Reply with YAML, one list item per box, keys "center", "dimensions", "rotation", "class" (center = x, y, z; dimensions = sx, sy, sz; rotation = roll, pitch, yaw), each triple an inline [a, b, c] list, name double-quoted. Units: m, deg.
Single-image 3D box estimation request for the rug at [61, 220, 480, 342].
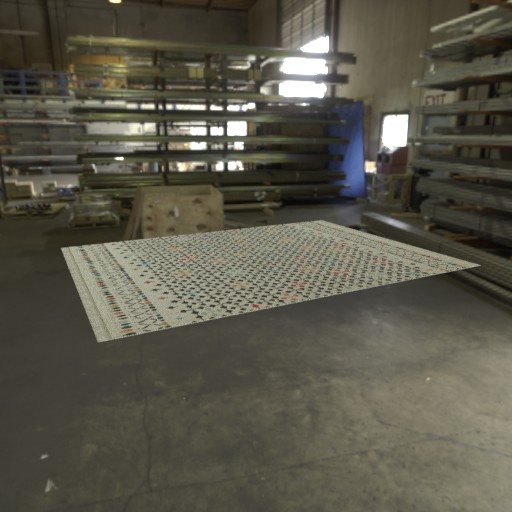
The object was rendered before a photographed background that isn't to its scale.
- center: [0.000, 0.000, 4.163]
  dimensions: [3.196, 0.007, 2.354]
  rotation: [-8, 17, -27]
  class: "rug"
